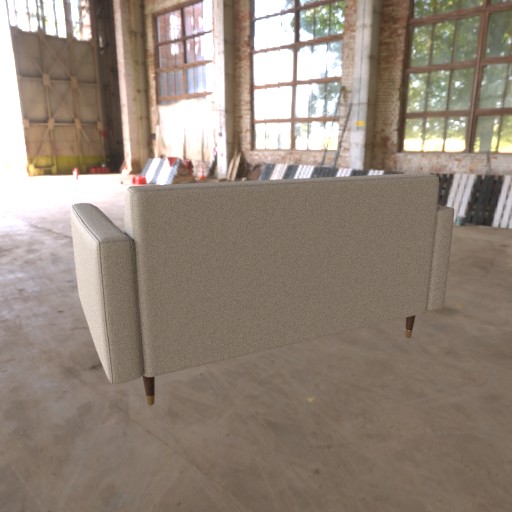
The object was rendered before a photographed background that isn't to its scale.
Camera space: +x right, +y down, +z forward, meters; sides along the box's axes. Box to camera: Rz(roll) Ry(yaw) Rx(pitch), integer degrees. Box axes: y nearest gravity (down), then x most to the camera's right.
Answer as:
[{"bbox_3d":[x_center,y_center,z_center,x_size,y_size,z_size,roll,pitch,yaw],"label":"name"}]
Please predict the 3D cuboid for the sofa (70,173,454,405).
[{"bbox_3d":[0.000,0.000,2.152,1.585,0.801,0.950,-7,16,-26],"label":"sofa"}]
